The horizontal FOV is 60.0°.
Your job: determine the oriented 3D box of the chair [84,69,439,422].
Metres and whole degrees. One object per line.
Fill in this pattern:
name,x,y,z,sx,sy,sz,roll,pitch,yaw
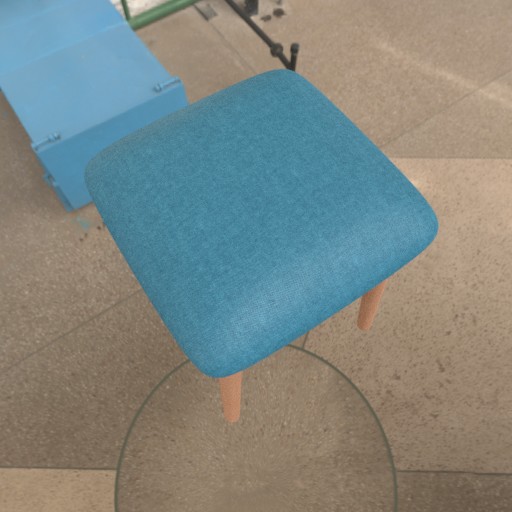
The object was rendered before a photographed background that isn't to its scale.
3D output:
chair,0.000,0.000,0.723,0.360,0.450,0.360,-31,67,-14
